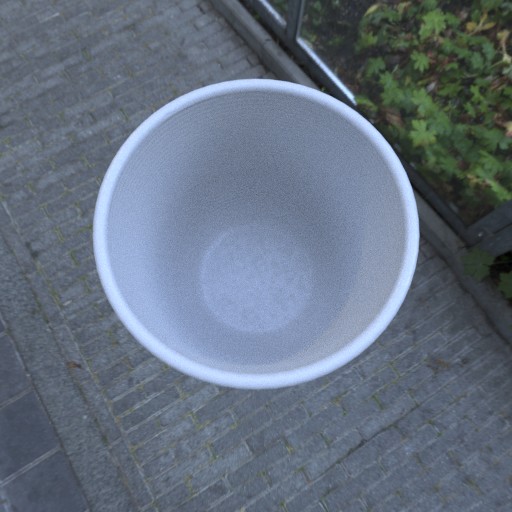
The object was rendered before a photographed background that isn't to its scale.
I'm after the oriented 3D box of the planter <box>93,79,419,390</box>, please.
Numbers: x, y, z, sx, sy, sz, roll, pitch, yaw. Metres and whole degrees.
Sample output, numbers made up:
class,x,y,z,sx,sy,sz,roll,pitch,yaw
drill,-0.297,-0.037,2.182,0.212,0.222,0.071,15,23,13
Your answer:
class,x,y,z,sx,sy,sz,roll,pitch,yaw
planter,0.000,0.000,0.302,0.170,0.152,0.170,0,75,0
